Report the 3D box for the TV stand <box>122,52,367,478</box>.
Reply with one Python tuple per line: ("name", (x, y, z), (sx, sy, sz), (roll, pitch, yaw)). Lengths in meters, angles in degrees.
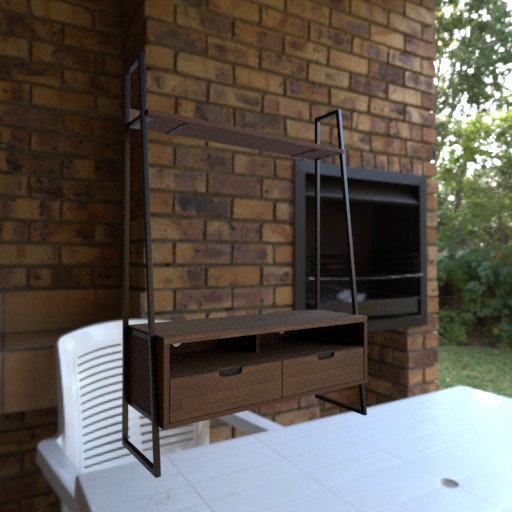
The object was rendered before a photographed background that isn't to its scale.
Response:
("TV stand", (0.000, 0.000, 2.286), (1.250, 1.772, 0.432), (1, -1, -36))
